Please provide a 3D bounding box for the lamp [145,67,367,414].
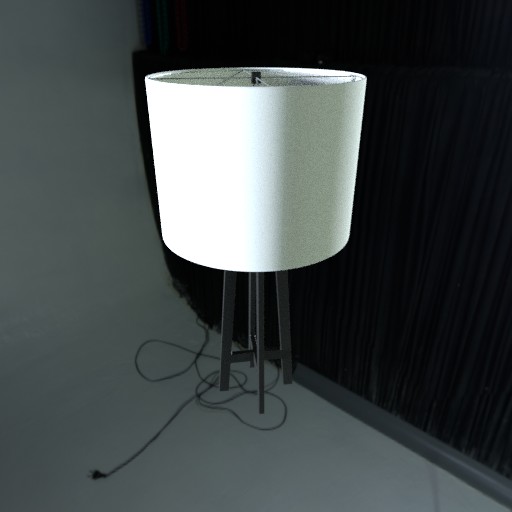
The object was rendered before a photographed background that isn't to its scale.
[{"bbox_3d":[0.000,0.000,0.636,0.257,0.489,0.257,18,32,32],"label":"lamp"}]
